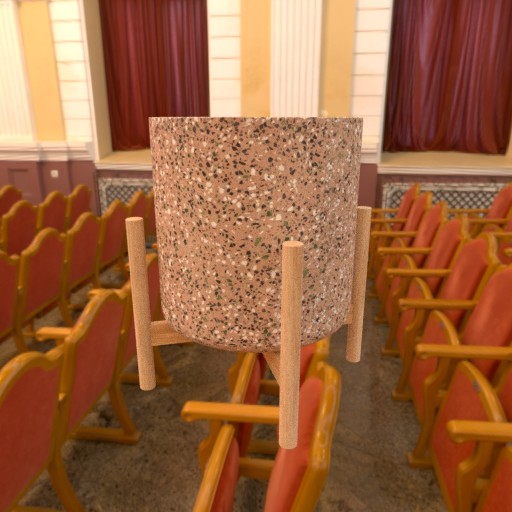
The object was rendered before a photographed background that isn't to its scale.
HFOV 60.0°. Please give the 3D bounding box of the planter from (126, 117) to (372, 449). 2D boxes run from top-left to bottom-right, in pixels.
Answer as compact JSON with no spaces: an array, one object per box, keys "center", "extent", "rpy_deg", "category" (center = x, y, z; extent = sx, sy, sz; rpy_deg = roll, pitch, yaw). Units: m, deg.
[{"center":[0.000,0.000,0.703],"extent":[0.360,0.419,0.360],"rpy_deg":[3,17,8],"category":"planter"}]
